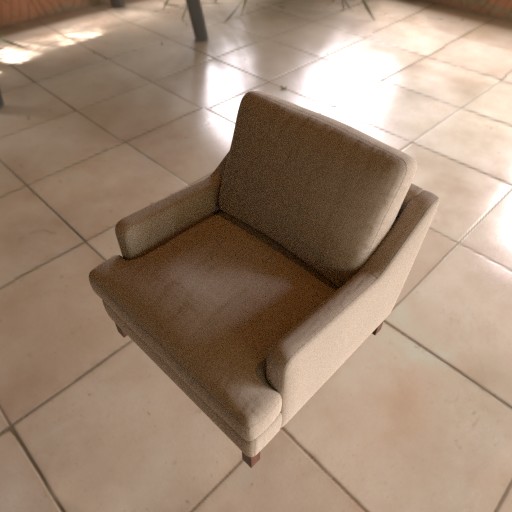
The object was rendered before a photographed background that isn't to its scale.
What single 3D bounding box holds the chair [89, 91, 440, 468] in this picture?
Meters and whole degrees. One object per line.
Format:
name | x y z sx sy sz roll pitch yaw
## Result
chair | 0.000 0.000 1.719 0.912 0.916 1.001 35 55 29
